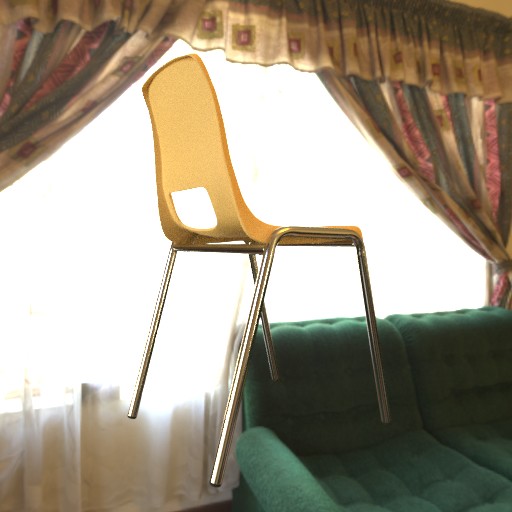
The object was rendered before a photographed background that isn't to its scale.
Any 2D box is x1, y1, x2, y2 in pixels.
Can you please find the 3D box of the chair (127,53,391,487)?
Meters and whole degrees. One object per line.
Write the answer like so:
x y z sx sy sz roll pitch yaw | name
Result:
0.000 0.000 0.940 0.436 0.704 0.381 -1 2 -37 | chair
